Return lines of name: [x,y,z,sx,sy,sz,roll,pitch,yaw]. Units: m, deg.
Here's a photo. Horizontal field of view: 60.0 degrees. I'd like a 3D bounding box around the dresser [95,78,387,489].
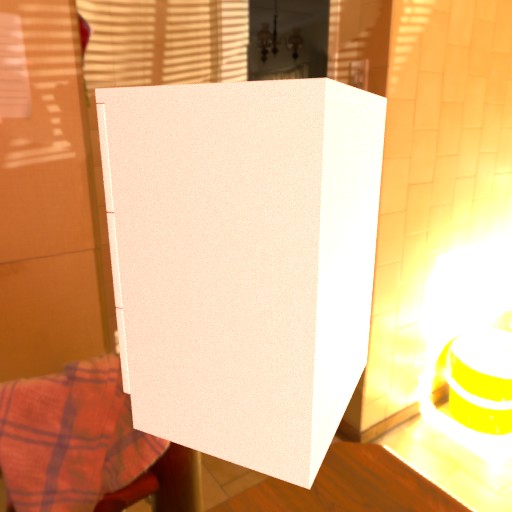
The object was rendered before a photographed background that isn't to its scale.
dresser: [0.000,0.000,0.815,0.360,0.560,0.400,7,18,24]
